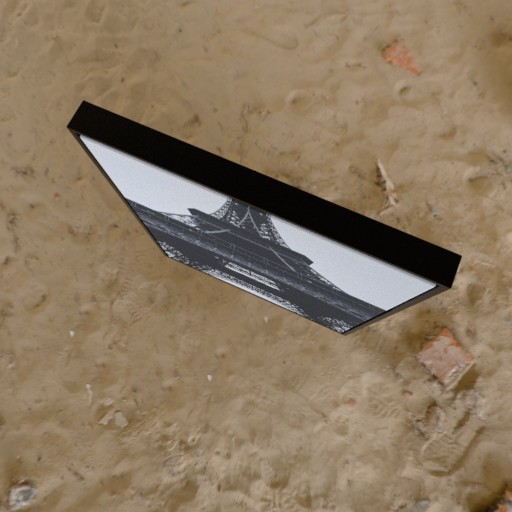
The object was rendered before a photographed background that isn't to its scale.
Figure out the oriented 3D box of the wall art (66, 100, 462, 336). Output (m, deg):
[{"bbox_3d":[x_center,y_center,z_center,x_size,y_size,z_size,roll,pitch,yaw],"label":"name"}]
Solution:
[{"bbox_3d":[0.000,0.000,0.745,0.451,0.553,0.039,23,76,6],"label":"wall art"}]
